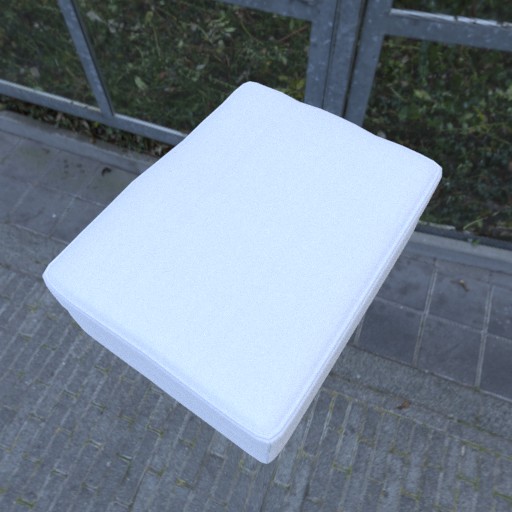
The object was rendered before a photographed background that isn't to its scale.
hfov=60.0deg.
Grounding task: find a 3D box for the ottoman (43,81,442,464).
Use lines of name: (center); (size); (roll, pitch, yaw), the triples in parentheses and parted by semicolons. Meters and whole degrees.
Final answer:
ottoman: (0.000, 0.000, 1.191); (0.634, 0.479, 0.818); (30, 63, 17)
